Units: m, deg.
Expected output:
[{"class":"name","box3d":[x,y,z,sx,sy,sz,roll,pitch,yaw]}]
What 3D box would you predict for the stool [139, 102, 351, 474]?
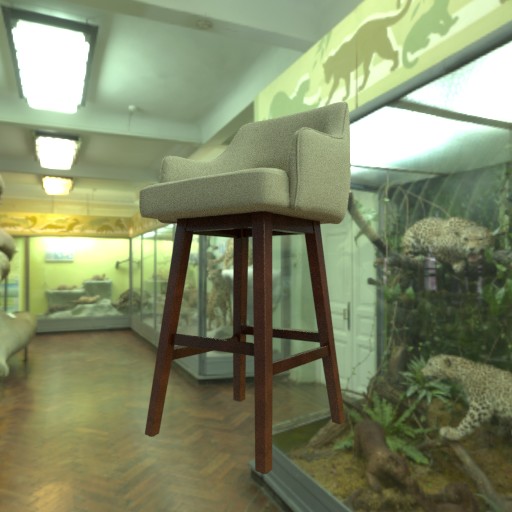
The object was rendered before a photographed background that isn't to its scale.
[{"class":"stool","box3d":[0.000,0.000,1.376,0.550,1.041,0.560,-1,-2,36]}]
